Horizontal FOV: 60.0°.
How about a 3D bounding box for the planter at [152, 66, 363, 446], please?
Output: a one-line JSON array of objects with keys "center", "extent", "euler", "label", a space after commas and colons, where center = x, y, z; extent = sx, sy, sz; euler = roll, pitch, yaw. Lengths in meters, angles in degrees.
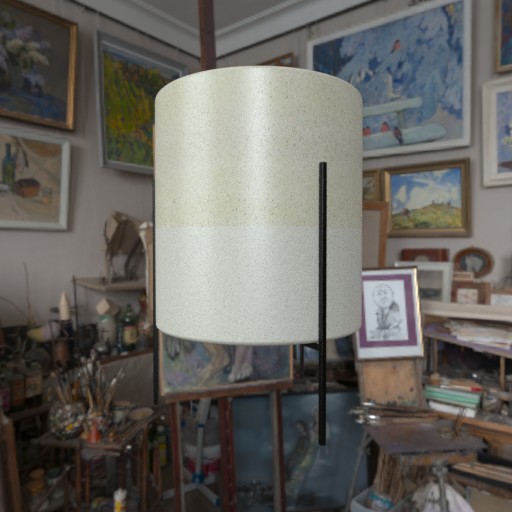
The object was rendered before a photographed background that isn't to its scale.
[{"center": [0.000, 0.000, 0.715], "extent": [0.333, 0.483, 0.324], "euler": [0, 1, 1], "label": "planter"}]
